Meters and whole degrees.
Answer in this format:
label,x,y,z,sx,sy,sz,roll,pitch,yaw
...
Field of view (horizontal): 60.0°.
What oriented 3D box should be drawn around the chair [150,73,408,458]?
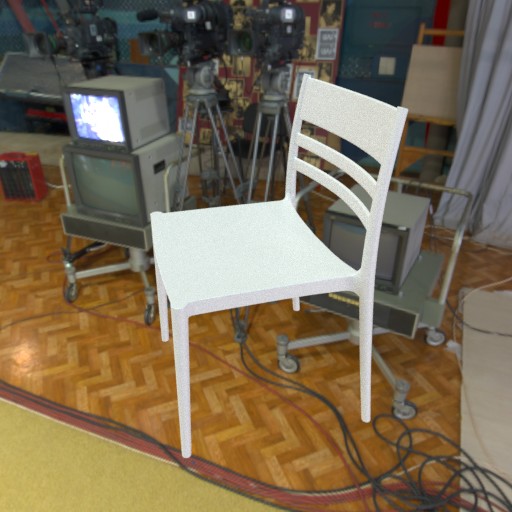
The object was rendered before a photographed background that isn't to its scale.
label,x,y,z,sx,sy,sz,roll,pitch,yaw
chair,0.000,0.000,1.135,0.511,0.800,0.531,-8,31,-14
